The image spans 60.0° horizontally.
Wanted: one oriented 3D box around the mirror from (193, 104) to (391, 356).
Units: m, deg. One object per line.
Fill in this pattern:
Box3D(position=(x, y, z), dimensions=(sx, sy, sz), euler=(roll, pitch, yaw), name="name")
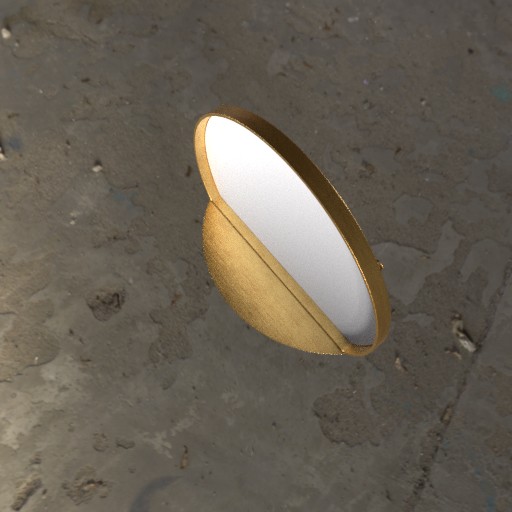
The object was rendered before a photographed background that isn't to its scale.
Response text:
Box3D(position=(0.000, 0.000, 0.722), dimensions=(0.133, 0.457, 0.457), euler=(-35, 69, -15), name="mirror")
